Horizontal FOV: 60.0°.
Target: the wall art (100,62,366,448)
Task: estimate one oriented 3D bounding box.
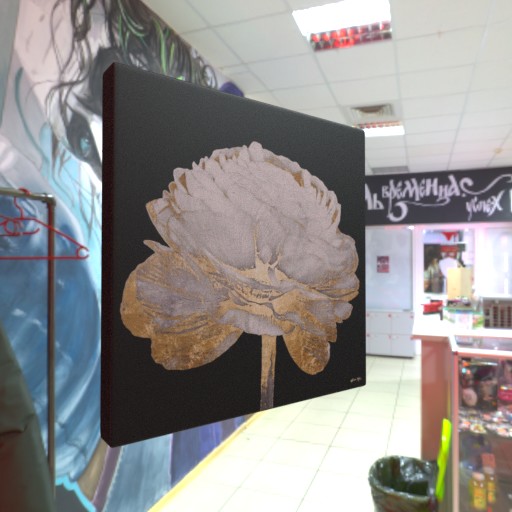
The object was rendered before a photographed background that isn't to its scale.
[{"bbox_3d":[0.000,0.000,0.600,0.406,0.407,0.041,1,-1,-37],"label":"wall art"}]
